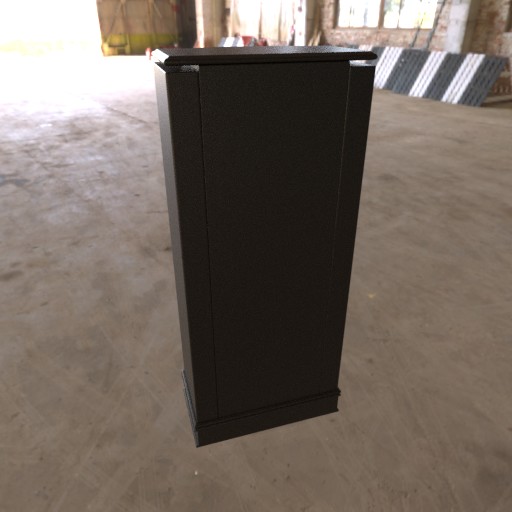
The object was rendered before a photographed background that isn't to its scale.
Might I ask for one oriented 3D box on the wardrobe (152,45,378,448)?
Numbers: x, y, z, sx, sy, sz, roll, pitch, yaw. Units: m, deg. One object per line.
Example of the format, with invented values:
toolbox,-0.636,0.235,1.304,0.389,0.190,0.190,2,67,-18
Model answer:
wardrobe,0.000,0.000,1.192,0.444,1.011,0.295,-8,30,-15
